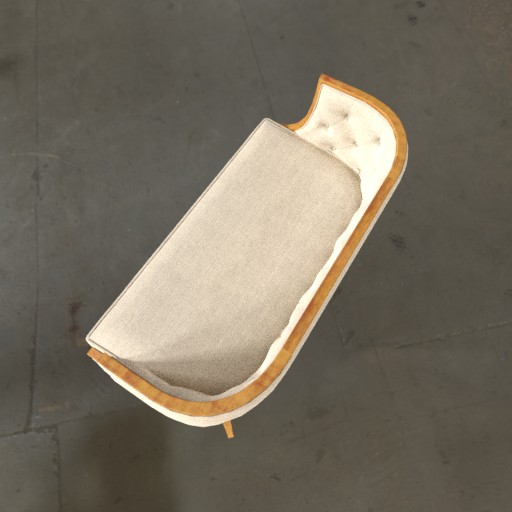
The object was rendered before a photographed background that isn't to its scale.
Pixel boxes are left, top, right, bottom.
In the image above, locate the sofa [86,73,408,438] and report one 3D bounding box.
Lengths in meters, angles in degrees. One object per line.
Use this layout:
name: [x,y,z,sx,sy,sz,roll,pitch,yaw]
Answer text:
sofa: [0.000,0.000,1.938,0.770,0.775,1.474,30,68,13]
